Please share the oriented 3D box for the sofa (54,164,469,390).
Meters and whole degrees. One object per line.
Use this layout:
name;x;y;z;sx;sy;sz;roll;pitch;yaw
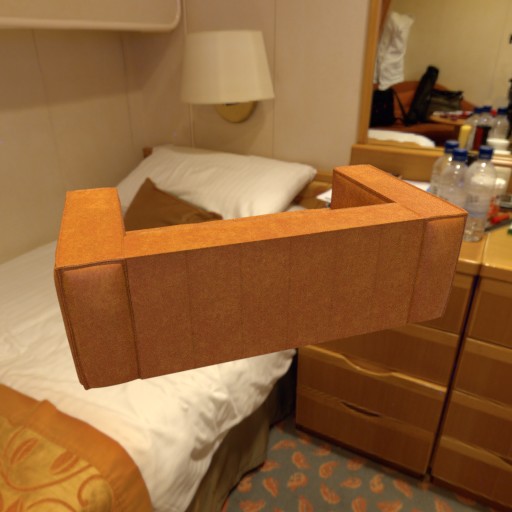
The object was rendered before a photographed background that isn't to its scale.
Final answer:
sofa;0.000;0.000;2.635;2.088;0.703;1.102;-8;27;-16
